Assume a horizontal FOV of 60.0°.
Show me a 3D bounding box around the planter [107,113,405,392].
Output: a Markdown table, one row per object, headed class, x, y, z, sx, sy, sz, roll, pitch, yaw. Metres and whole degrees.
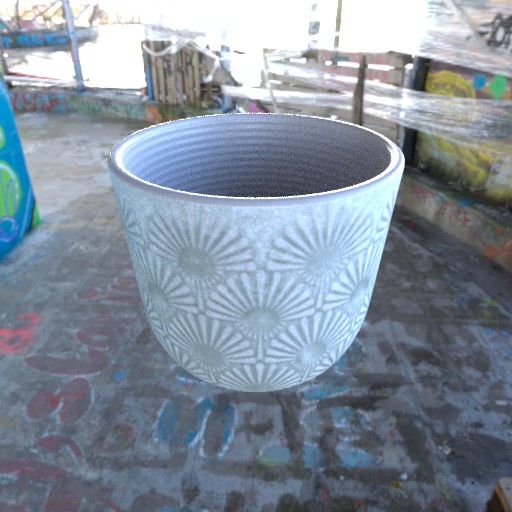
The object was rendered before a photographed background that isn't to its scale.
| class | x | y | z | sx | sy | sz | roll | pitch | yaw |
| --- | --- | --- | --- | --- | --- | --- | --- | --- | --- |
| planter | 0.000 | 0.000 | 0.300 | 0.170 | 0.152 | 0.170 | 0 | 30 | 0 |
